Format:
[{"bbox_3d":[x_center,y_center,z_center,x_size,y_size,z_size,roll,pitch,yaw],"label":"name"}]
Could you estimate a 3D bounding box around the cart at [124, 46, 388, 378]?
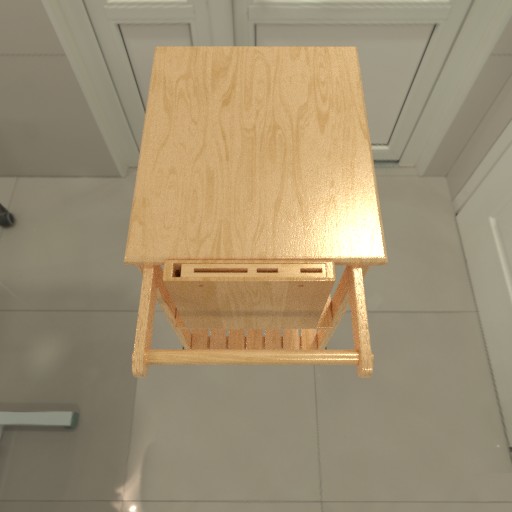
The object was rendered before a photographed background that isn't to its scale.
[{"bbox_3d":[0.000,0.000,1.316,0.520,0.816,0.843,0,64,0],"label":"cart"}]
